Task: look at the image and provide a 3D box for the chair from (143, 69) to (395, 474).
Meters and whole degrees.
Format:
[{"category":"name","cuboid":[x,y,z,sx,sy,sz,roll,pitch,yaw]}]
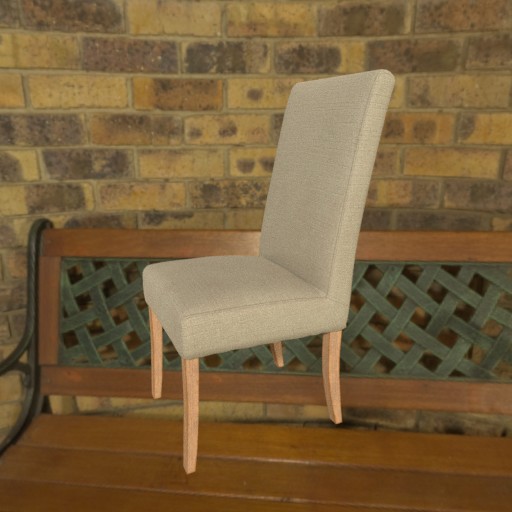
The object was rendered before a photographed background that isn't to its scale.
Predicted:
[{"category":"chair","cuboid":[0.000,0.000,1.340,0.611,1.033,0.450,-8,18,-24]}]
